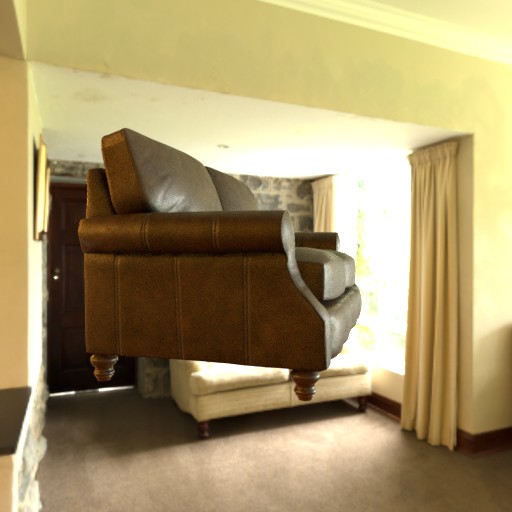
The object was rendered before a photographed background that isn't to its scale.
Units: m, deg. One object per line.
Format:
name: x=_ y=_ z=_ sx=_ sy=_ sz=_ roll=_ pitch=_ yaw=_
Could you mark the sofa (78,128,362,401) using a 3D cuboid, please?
sofa: x=0.000 y=0.000 z=2.260 sx=0.990 sy=0.976 sz=1.616 roll=0 pitch=0 yaw=17
